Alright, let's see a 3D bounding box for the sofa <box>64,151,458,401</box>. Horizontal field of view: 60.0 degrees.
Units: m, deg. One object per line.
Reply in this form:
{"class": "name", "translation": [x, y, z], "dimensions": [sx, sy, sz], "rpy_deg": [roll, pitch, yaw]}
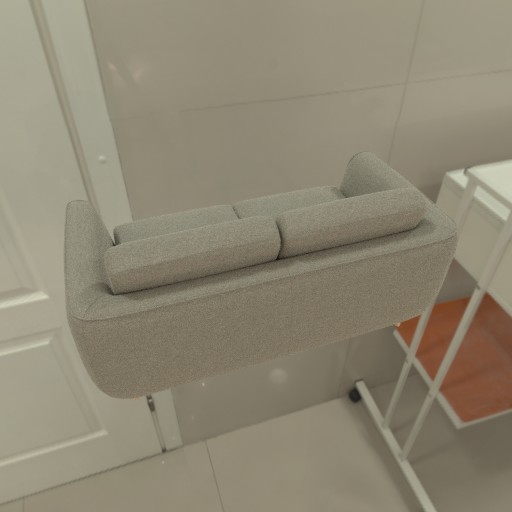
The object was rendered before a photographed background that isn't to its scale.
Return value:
{"class": "sofa", "translation": [0.000, 0.000, 2.164], "dimensions": [1.700, 0.850, 0.920], "rpy_deg": [-12, 42, -14]}
